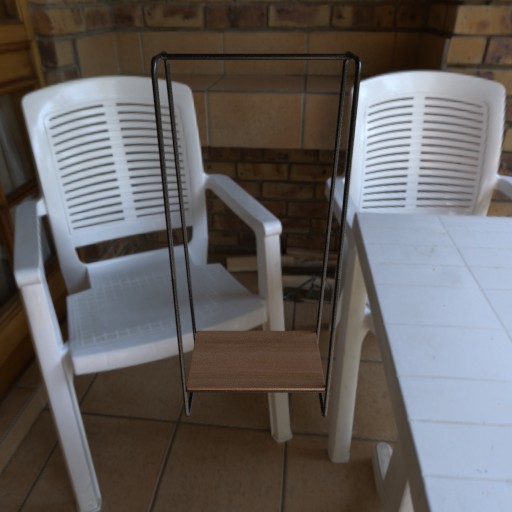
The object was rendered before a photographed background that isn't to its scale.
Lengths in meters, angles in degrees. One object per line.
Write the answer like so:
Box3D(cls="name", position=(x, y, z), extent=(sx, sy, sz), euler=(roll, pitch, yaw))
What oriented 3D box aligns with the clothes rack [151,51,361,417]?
Box3D(cls="clothes rack", position=(0.000, 0.000, 1.797), extent=(0.640, 1.500, 0.400), euler=(0, 30, 0))
